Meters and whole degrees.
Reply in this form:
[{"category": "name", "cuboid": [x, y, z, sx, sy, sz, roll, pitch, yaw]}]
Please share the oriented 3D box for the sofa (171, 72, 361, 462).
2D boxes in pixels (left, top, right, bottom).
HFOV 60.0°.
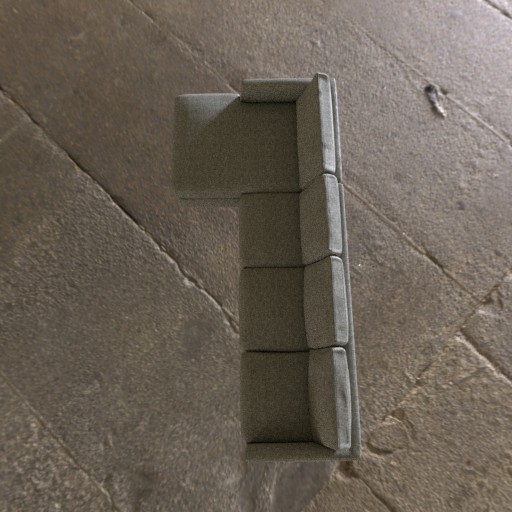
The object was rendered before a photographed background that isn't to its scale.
[{"category": "sofa", "cuboid": [0.000, 0.000, 4.142, 1.635, 0.960, 3.485, -1, 76, 0]}]
